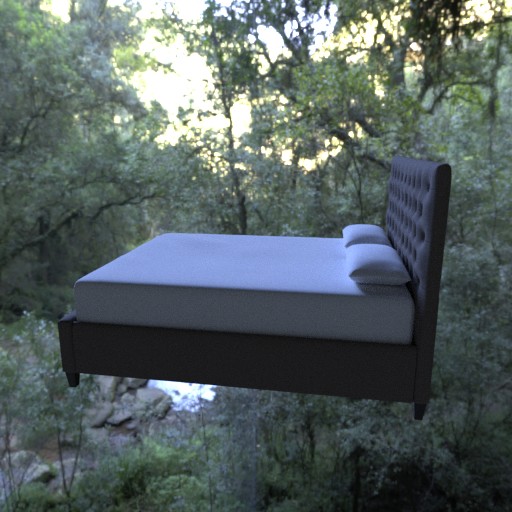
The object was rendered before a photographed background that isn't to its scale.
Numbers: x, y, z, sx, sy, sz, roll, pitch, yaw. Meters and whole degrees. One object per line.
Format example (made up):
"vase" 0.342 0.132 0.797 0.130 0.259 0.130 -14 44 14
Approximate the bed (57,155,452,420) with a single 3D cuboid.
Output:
"bed" 0.000 0.000 3.286 2.233 1.426 1.696 2 14 9
